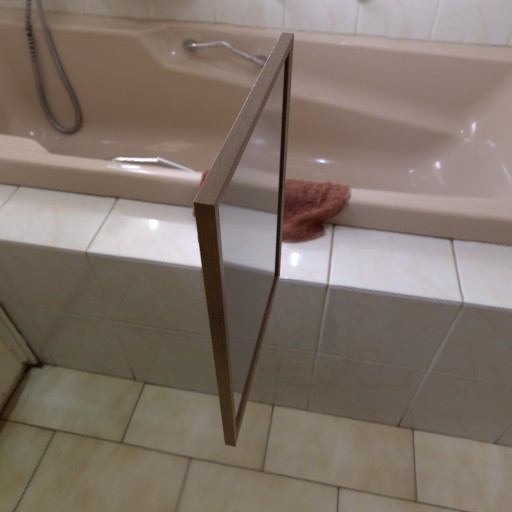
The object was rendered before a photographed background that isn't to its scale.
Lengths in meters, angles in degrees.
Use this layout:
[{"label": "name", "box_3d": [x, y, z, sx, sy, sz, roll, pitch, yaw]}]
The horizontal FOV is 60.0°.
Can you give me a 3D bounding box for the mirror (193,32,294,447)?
[{"label": "mirror", "box_3d": [0.000, 0.000, 1.339, 0.040, 1.016, 0.762, 10, 47, 9]}]
